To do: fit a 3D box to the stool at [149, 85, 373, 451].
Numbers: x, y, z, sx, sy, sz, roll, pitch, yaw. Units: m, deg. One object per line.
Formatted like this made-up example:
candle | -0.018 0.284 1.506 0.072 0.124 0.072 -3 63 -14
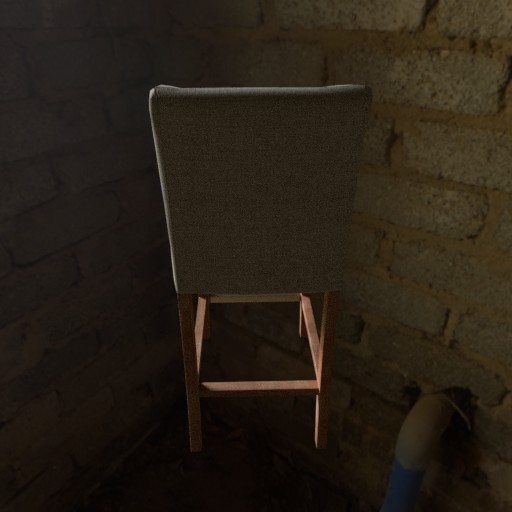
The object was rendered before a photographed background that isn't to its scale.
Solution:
stool | 0.000 0.000 1.322 0.454 1.039 0.567 -1 30 -1
